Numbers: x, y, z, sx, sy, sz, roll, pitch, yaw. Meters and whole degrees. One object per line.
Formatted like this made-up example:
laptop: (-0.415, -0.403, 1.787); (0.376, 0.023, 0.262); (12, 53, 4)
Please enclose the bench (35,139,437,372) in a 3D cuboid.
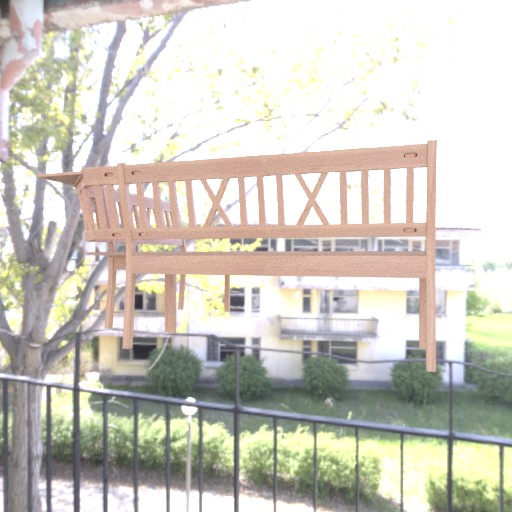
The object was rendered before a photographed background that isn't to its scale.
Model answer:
bench: (0.000, 0.000, 2.713); (1.937, 0.902, 1.537); (0, 0, 18)
